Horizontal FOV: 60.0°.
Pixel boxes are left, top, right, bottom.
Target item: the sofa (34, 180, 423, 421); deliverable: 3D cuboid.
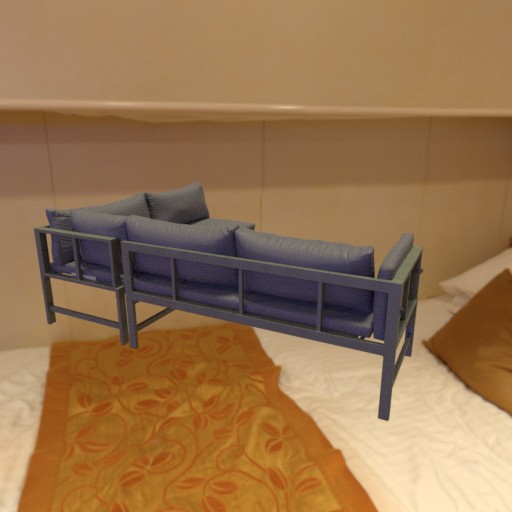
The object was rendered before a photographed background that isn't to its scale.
[{"bbox_3d":[0.000,0.000,2.968,2.149,0.762,1.658,8,18,26],"label":"sofa"}]
